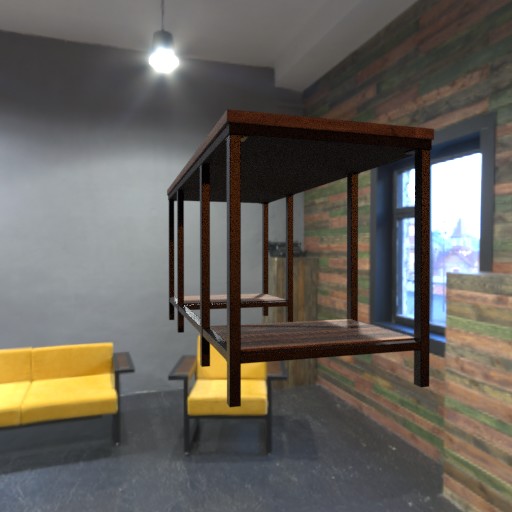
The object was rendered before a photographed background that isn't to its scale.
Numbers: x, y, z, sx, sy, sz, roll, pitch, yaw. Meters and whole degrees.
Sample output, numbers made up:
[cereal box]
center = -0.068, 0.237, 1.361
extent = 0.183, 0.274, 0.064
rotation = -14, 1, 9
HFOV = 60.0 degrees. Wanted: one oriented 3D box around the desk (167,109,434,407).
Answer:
[desk]
center = 0.000, 0.000, 1.940
extent = 0.617, 0.753, 1.538
rotation = 0, 1, -17
